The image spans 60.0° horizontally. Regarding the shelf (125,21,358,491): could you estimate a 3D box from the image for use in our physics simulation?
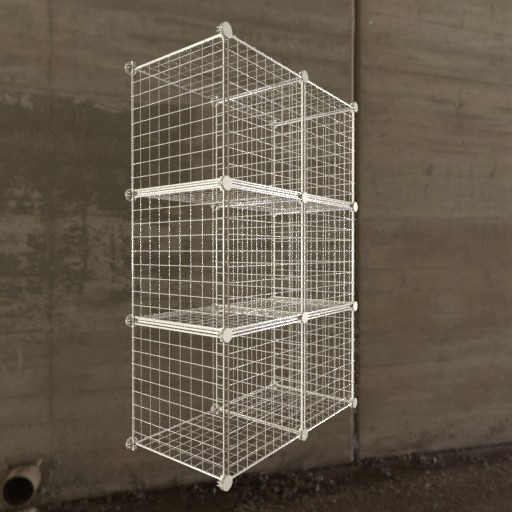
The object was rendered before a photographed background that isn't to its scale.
[{"bbox_3d":[0.000,0.000,1.386,0.356,1.067,0.711,0,1,37],"label":"shelf"}]
